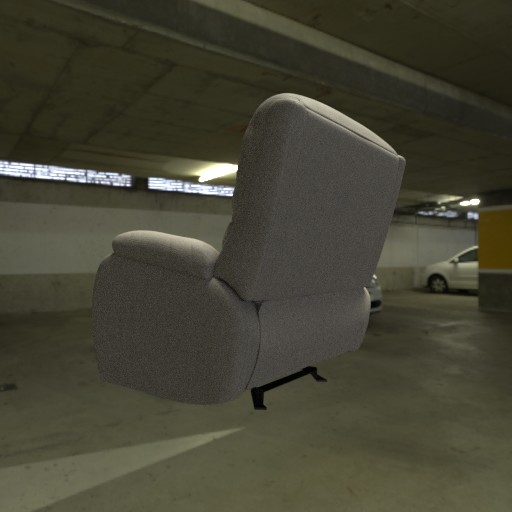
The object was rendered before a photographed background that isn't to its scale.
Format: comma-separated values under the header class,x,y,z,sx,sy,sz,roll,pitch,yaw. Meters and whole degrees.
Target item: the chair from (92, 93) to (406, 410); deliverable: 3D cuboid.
class,x,y,z,sx,sy,sz,roll,pitch,yaw
chair,0.000,0.000,1.741,0.899,1.011,0.930,0,0,37
